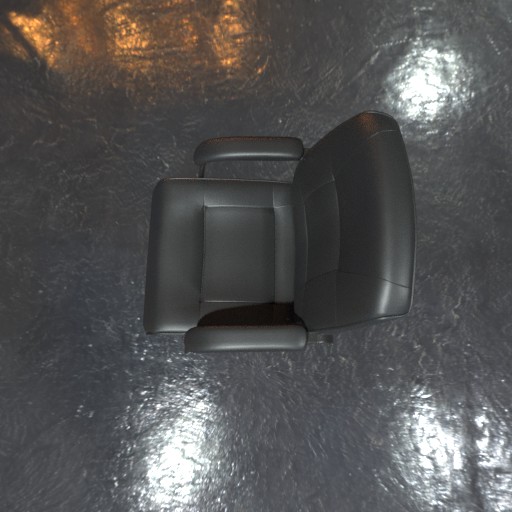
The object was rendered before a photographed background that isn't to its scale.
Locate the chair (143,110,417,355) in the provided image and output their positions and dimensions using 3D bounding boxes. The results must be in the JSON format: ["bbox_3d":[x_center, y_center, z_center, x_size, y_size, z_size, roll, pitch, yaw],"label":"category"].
[{"bbox_3d":[0.000,0.000,1.343,0.668,0.910,0.591,0,75,0],"label":"chair"}]
